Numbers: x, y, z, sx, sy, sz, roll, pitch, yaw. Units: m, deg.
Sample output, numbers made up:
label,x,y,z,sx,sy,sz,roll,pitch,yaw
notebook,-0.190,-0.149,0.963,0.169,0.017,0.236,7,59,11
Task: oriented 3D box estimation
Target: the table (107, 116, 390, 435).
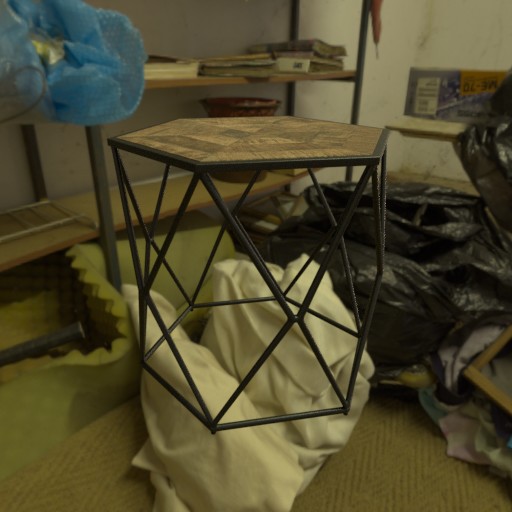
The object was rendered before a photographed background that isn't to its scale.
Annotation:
label,x,y,z,sx,sy,sz,roll,pitch,yaw
table,0.000,0.000,1.040,0.579,0.564,0.578,8,26,17
